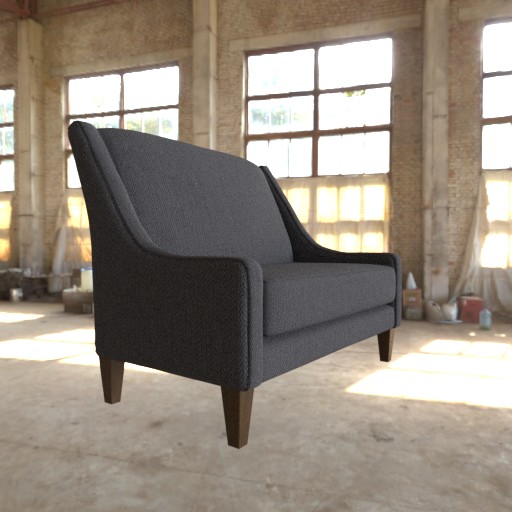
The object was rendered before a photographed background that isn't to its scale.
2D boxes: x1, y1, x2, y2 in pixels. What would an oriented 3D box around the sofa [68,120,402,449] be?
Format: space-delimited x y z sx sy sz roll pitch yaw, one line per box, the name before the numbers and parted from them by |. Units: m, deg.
sofa | 0.000 0.000 1.886 0.873 1.022 1.242 1 1 37
